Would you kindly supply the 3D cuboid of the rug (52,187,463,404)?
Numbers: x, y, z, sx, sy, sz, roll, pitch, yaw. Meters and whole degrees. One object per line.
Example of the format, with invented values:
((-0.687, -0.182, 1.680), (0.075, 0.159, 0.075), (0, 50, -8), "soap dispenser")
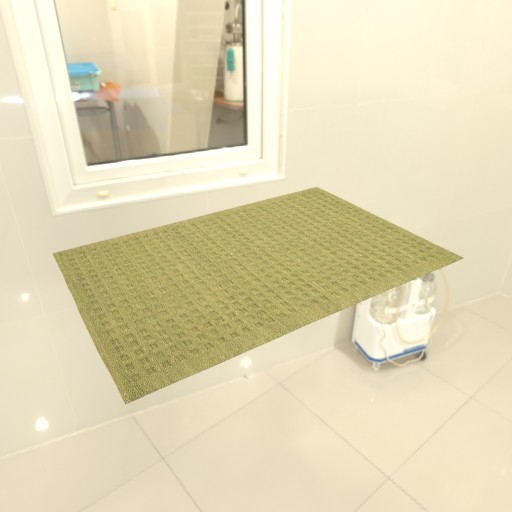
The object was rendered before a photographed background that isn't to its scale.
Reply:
((0.000, 0.000, 2.962), (2.297, 0.007, 1.529), (-18, 34, -28), "rug")
